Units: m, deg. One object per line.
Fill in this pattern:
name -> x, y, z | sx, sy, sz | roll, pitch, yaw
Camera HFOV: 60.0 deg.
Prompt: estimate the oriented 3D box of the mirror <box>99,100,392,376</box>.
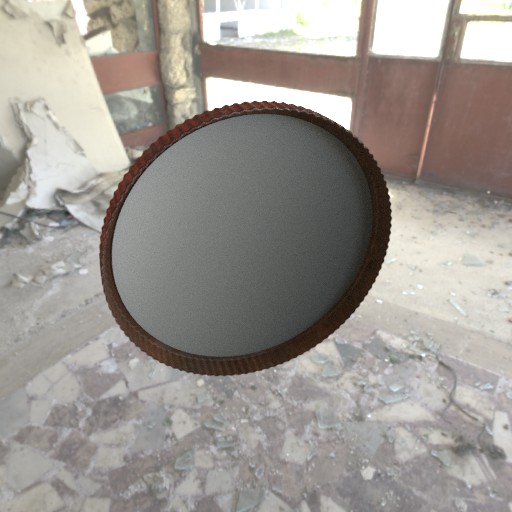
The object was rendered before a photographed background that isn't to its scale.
mirror -> 0.000, 0.000, 0.915 | 0.609, 0.609, 0.056 | -10, 32, -16
